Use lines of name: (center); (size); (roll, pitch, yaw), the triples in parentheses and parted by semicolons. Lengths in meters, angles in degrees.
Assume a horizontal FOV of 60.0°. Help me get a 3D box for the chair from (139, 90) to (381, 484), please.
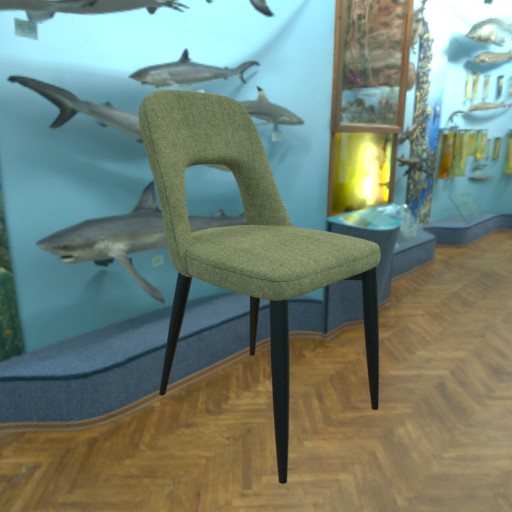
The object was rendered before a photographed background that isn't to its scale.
chair: (0.000, 0.000, 1.274); (0.470, 0.931, 0.612); (-14, 20, -43)
